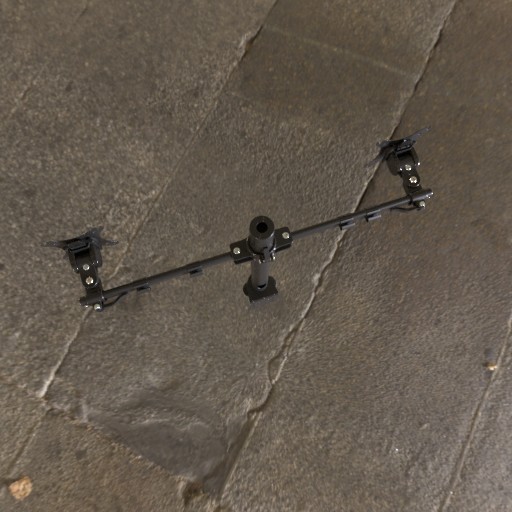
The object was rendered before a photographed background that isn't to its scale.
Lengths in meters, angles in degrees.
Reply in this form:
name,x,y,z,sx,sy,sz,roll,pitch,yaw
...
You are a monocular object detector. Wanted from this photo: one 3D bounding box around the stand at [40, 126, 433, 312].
name,x,y,z,sx,sy,sz,roll,pitch,yaw
stand,0.000,0.000,1.025,0.743,0.603,0.150,-18,76,-4
